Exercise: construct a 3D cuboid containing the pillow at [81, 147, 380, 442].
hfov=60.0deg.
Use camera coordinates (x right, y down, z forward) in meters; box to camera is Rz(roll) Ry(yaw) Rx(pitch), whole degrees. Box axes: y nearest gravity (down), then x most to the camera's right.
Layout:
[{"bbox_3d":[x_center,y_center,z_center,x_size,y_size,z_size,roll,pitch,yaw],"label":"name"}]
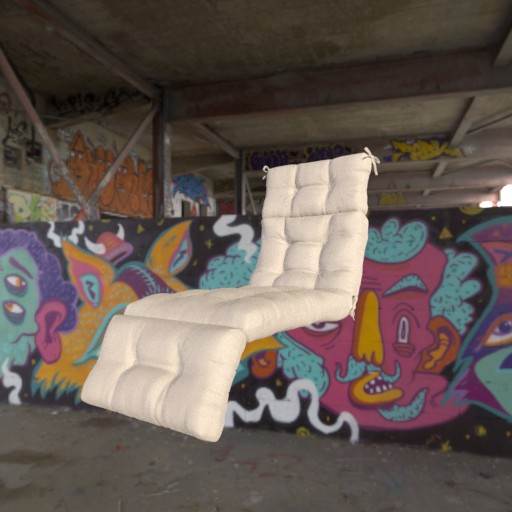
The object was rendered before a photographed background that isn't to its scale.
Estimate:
[{"bbox_3d":[0.000,0.000,1.504,0.526,0.863,1.016,-1,-2,36],"label":"pillow"}]
